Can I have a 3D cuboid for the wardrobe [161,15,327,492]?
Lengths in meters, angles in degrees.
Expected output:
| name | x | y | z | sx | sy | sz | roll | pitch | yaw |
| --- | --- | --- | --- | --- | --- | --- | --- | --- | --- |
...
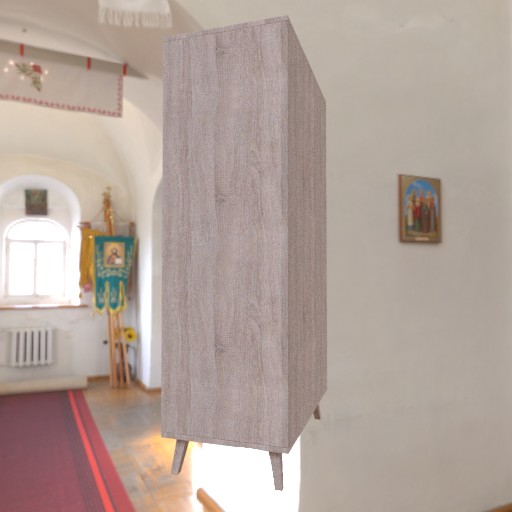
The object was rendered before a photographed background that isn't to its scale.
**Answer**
| name | x | y | z | sx | sy | sz | roll | pitch | yaw |
| --- | --- | --- | --- | --- | --- | --- | --- | --- | --- |
| wardrobe | 0.000 | 0.000 | 2.370 | 0.600 | 1.960 | 1.000 | -1 | -2 | 18 |
